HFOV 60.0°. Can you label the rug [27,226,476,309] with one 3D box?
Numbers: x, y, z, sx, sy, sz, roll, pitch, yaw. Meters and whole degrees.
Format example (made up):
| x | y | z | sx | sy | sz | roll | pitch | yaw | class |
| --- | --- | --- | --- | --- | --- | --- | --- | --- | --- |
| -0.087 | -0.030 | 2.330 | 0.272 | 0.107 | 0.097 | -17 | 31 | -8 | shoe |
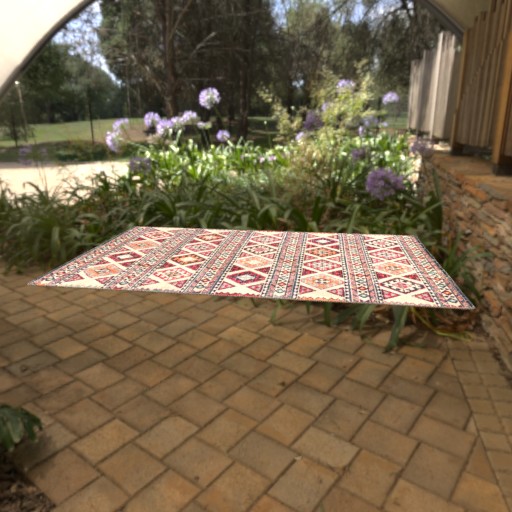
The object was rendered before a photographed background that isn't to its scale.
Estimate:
| x | y | z | sx | sy | sz | roll | pitch | yaw | class |
| --- | --- | --- | --- | --- | --- | --- | --- | --- | --- |
| 0.000 | 0.000 | 3.092 | 2.440 | 0.010 | 1.545 | 2 | 17 | 8 | rug |
